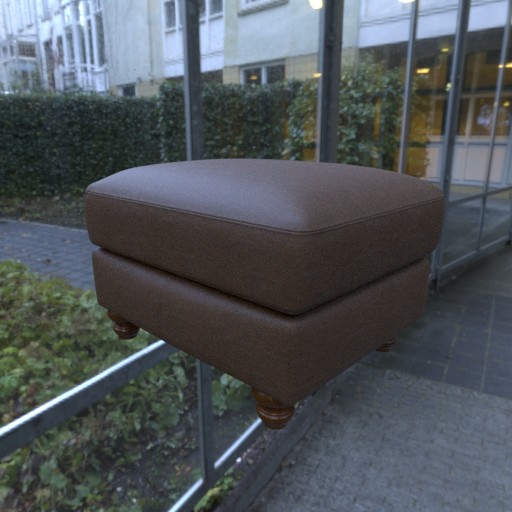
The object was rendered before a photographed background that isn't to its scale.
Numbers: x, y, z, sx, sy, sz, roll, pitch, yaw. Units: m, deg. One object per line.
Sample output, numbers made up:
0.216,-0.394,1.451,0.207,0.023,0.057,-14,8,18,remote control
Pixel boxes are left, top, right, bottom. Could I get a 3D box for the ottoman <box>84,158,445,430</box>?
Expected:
0.000,0.000,1.210,0.787,0.508,0.635,15,22,42,ottoman
